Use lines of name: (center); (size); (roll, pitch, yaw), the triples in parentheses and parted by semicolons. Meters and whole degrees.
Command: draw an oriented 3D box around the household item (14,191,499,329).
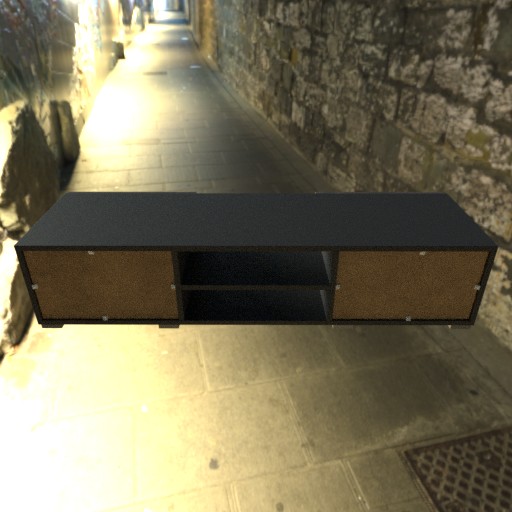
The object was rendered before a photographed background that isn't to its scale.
household item: (0.000, 0.000, 1.538); (1.400, 0.310, 0.420); (0, 30, 0)
